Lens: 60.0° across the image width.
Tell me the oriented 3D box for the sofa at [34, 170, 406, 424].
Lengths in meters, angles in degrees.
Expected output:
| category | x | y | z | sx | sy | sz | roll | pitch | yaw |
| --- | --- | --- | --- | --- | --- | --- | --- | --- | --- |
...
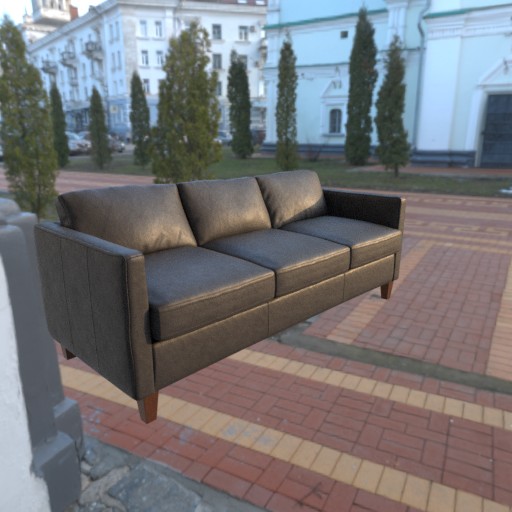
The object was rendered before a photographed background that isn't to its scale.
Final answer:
| category | x | y | z | sx | sy | sz | roll | pitch | yaw |
| --- | --- | --- | --- | --- | --- | --- | --- | --- | --- |
| sofa | 0.000 | 0.000 | 2.992 | 1.045 | 1.006 | 2.464 | 15 | 21 | 42 |
